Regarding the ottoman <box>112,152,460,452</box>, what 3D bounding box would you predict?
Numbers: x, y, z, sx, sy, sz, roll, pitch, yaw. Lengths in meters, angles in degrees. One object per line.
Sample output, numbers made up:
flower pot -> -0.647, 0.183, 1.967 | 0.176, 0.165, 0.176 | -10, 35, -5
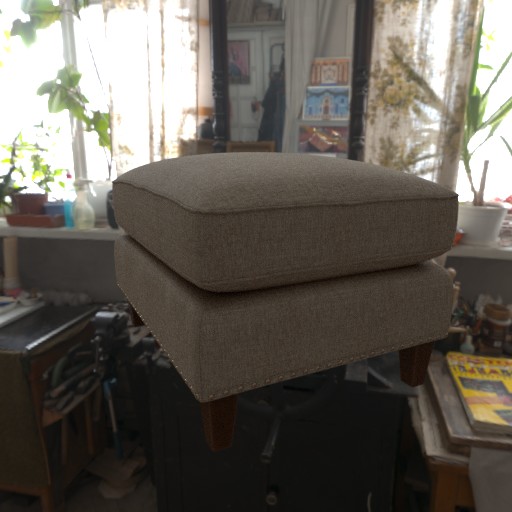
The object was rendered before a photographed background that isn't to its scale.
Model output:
ottoman -> 0.000, 0.000, 1.124 | 0.584, 0.513, 0.741 | -7, 15, -26
